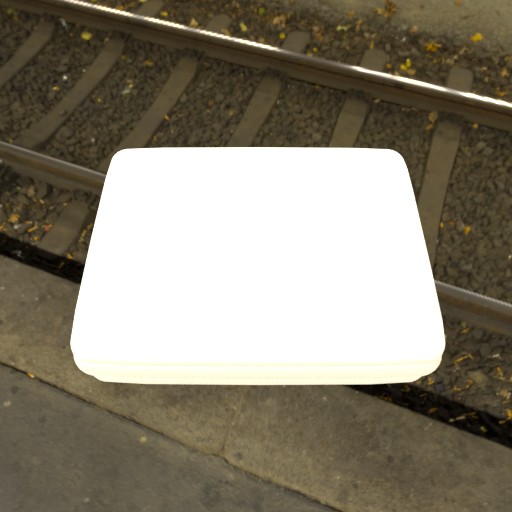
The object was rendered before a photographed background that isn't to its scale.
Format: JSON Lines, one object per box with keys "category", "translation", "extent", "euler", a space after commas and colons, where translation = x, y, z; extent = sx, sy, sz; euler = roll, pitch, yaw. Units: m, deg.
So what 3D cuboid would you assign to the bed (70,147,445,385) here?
{"category": "bed", "translation": [0.000, 0.000, 2.753], "extent": [2.036, 0.460, 1.520], "euler": [0, 59, 0]}
